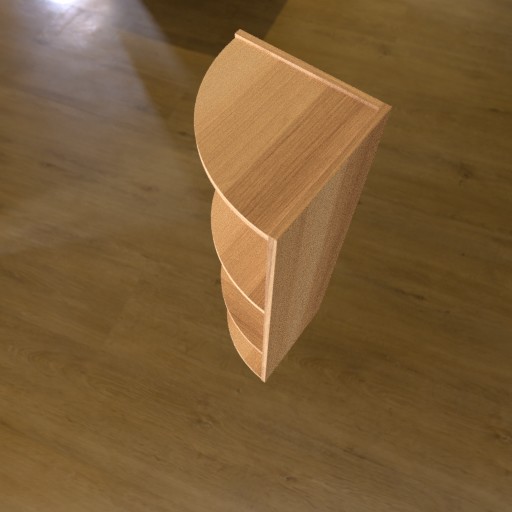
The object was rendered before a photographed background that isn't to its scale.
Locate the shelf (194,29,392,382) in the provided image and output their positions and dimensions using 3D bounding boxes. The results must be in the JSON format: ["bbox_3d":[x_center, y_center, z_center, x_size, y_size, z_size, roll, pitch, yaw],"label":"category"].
[{"bbox_3d":[0.000,0.000,1.037,0.290,0.872,0.290,34,68,16],"label":"shelf"}]
